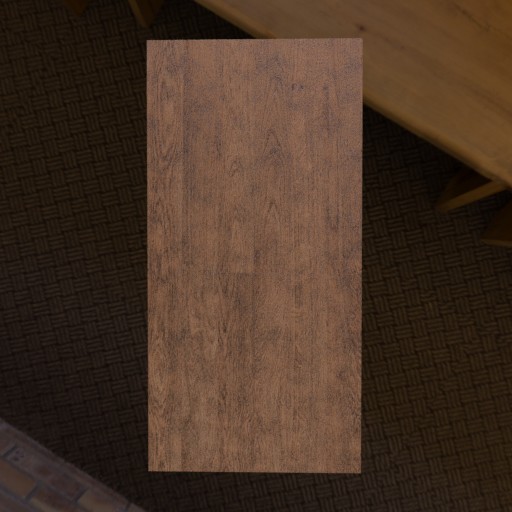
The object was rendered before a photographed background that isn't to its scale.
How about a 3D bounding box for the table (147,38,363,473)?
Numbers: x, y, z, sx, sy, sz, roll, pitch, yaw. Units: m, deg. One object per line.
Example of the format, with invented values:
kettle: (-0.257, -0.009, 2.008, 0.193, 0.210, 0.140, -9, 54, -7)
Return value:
table: (0.000, 0.000, 2.231, 0.893, 0.767, 1.805, 0, 91, 1)
